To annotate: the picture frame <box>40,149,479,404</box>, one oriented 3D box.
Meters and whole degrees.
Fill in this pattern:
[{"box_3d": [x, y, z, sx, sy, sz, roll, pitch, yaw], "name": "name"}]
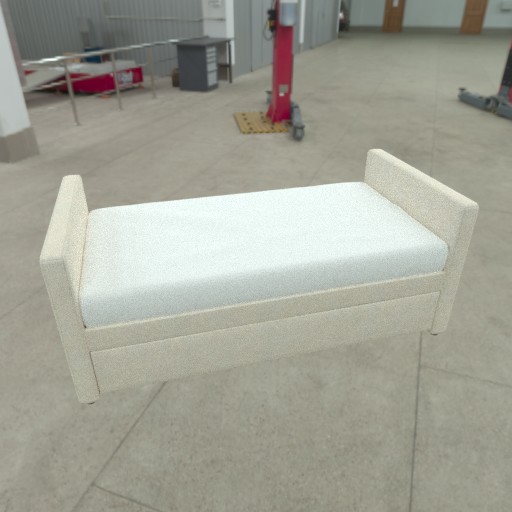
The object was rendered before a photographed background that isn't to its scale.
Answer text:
[{"box_3d": [0.000, 0.000, 2.739, 2.161, 0.891, 1.069, -8, 31, -13], "name": "picture frame"}]
